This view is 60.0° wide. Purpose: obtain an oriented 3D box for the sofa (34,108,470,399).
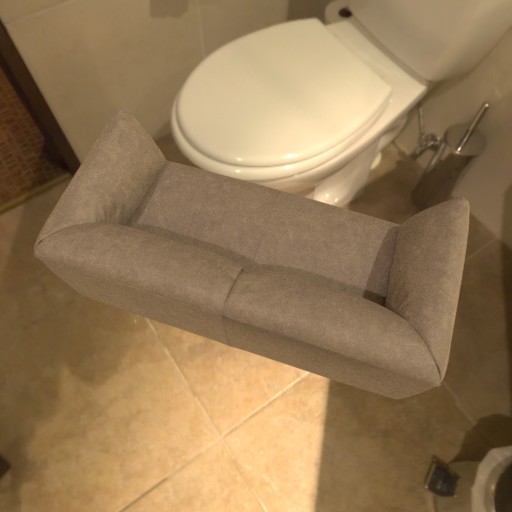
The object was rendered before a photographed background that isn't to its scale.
[{"bbox_3d":[0.000,0.000,2.321,1.878,0.747,0.905,17,65,8],"label":"sofa"}]
